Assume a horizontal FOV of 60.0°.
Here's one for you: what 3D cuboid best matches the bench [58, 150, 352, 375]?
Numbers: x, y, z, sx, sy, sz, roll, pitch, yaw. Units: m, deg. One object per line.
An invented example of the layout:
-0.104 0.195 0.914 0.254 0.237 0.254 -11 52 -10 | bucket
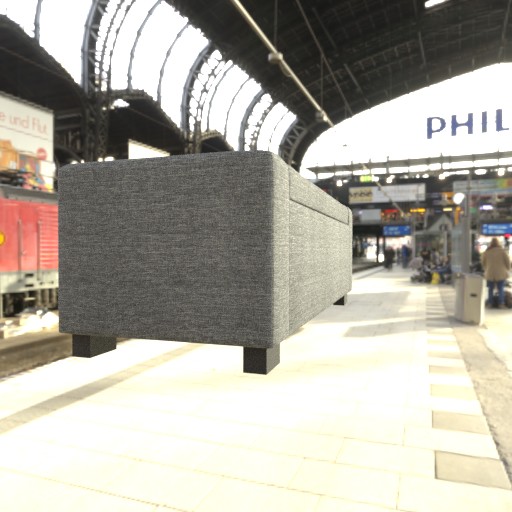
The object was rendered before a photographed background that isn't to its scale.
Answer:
0.000 0.000 1.516 0.508 0.445 1.296 0 1 19 | bench
